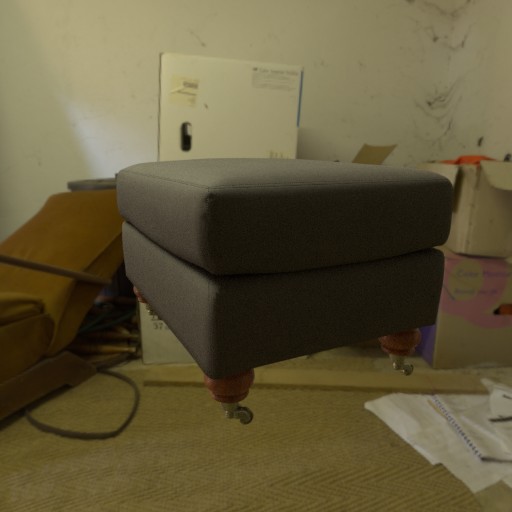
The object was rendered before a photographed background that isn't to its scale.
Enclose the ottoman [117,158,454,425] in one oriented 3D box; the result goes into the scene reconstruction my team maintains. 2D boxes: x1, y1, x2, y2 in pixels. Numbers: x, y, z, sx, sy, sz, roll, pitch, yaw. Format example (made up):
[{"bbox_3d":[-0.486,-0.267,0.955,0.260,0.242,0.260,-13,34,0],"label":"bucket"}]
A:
[{"bbox_3d":[0.000,0.000,1.153,0.574,0.497,0.773,-7,15,-26],"label":"ottoman"}]
